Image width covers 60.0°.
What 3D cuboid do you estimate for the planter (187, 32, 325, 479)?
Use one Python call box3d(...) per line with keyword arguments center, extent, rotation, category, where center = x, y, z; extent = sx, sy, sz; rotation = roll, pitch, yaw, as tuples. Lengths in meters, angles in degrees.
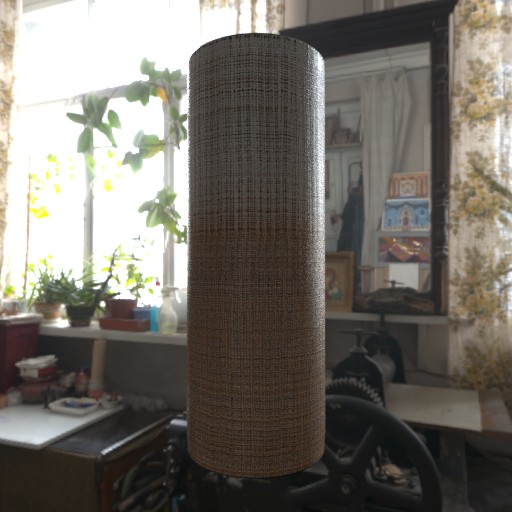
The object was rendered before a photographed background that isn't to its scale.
box3d(center=(0.000, 0.000, 0.322), extent=(0.099, 0.278, 0.099), rotation=(0, 0, -17), category="planter")
